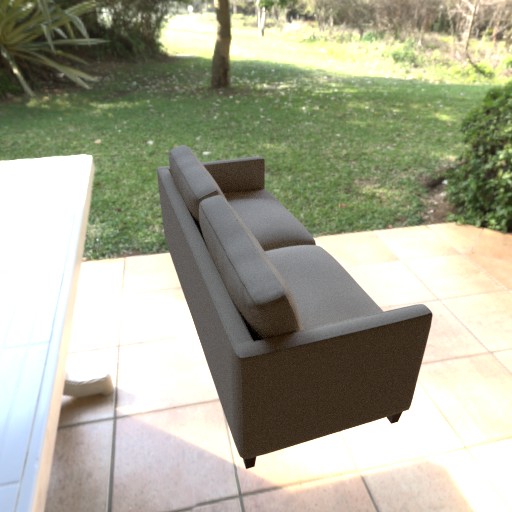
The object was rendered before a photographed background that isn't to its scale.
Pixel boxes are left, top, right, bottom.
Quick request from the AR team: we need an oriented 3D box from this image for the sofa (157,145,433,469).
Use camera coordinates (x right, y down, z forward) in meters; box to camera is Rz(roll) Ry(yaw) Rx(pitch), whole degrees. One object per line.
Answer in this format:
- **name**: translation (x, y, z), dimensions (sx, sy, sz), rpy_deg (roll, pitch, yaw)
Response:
- **sofa**: translation (0.000, 0.000, 2.936), dimensions (0.951, 0.968, 2.361), rpy_deg (-10, 32, -16)
